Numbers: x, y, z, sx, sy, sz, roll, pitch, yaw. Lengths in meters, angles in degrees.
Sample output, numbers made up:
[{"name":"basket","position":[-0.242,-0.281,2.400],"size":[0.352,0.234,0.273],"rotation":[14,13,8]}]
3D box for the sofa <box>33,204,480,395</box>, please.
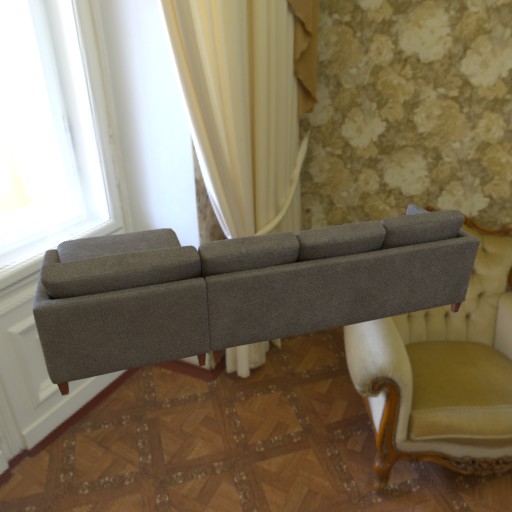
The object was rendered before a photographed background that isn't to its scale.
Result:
[{"name":"sofa","position":[0.000,0.000,3.985],"size":[3.471,0.950,1.604],"rotation":[-8,28,-16]}]
